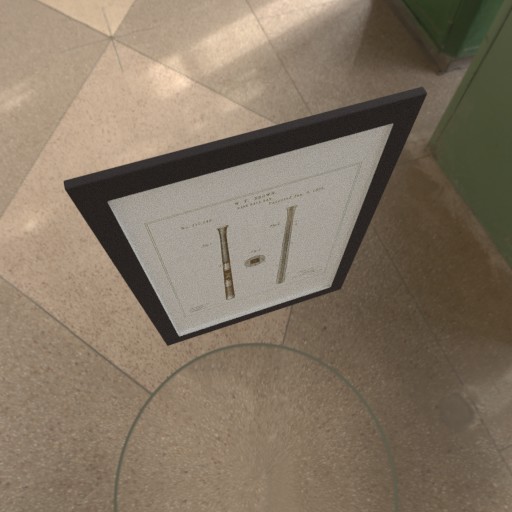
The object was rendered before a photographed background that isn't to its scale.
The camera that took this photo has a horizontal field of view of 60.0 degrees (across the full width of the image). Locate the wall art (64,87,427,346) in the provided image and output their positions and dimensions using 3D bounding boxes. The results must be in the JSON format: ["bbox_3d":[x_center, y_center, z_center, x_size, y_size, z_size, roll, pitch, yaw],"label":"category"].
[{"bbox_3d":[0.000,0.000,0.671,0.374,0.529,0.012,-17,64,-9],"label":"wall art"}]
